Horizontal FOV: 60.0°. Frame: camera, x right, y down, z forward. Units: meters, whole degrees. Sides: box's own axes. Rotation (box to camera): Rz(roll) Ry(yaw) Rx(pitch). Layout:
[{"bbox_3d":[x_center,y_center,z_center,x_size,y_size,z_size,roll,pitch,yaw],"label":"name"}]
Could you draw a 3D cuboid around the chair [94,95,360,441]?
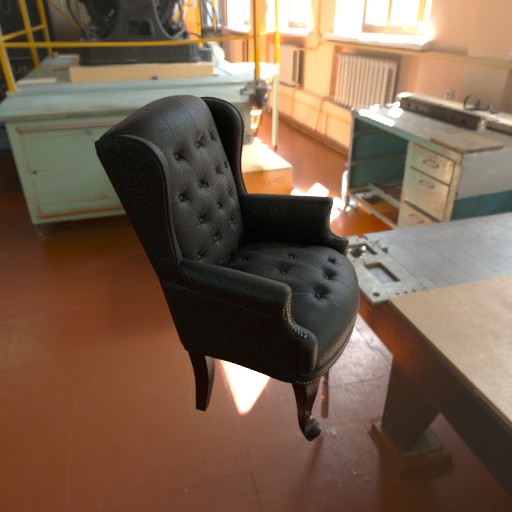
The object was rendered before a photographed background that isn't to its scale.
[{"bbox_3d":[0.000,0.000,1.712,0.822,1.133,0.831,9,30,16],"label":"chair"}]
